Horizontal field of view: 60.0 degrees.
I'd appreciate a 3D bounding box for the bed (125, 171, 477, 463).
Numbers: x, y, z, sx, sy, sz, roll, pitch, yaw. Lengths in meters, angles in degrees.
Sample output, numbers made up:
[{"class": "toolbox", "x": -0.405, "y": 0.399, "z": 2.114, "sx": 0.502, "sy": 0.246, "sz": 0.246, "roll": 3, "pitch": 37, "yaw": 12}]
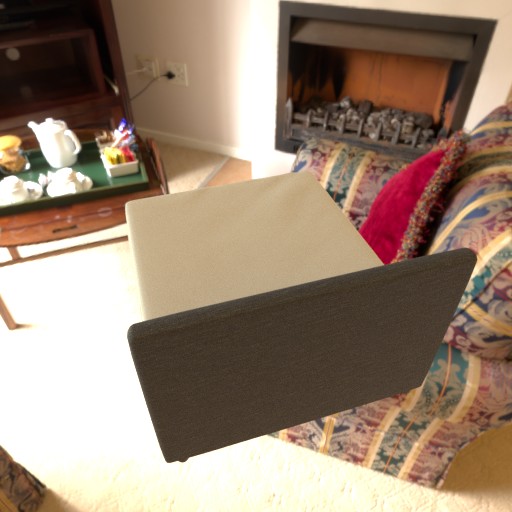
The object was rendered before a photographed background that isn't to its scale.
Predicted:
[{"class": "bed", "x": 0.000, "y": 0.000, "z": 3.288, "sx": 1.884, "sy": 1.330, "sz": 2.142, "roll": -12, "pitch": 43, "yaw": -13}]
